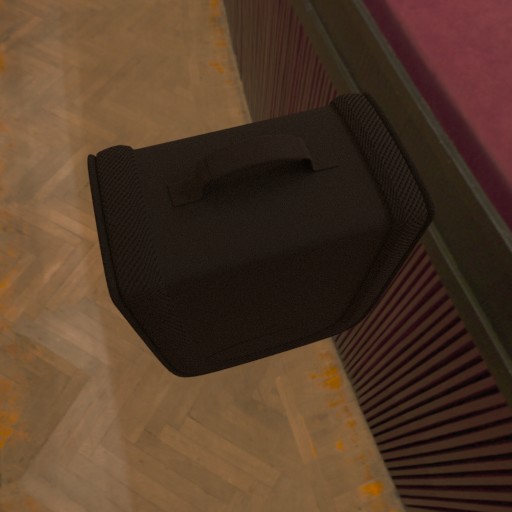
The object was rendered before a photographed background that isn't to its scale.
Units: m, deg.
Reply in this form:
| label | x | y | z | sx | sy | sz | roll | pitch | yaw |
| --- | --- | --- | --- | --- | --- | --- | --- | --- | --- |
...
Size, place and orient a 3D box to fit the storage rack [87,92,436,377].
| label | x | y | z | sx | sy | sz | roll | pitch | yaw |
| --- | --- | --- | --- | --- | --- | --- | --- | --- | --- |
| storage rack | 0.000 | 0.000 | 0.551 | 0.297 | 0.387 | 0.168 | -15 | 64 | -8 |
